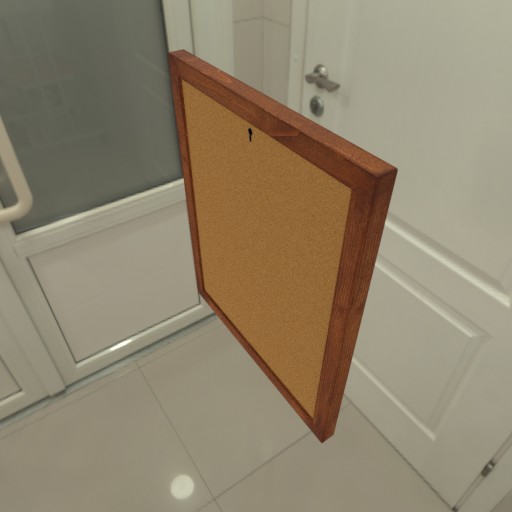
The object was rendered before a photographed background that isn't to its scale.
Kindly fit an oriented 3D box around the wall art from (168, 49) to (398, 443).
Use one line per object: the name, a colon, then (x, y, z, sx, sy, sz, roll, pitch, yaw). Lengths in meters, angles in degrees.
wall art: (0.000, 0.000, 0.766, 0.030, 0.558, 0.462, -25, 47, -25)
